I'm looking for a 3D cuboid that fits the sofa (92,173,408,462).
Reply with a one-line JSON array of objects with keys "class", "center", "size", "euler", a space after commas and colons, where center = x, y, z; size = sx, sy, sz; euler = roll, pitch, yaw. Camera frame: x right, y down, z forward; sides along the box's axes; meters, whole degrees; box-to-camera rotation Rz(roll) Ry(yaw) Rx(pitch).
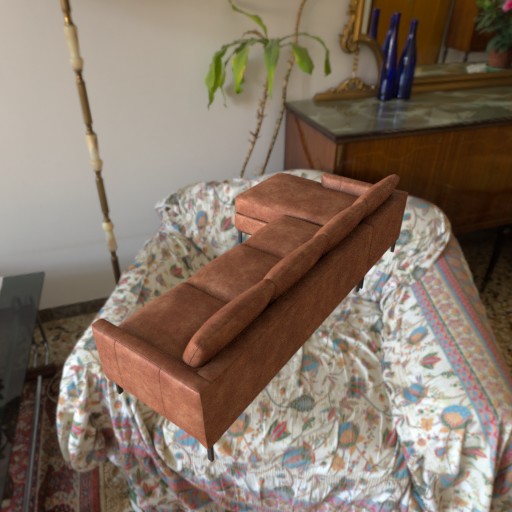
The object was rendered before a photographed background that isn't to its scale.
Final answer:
[{"class": "sofa", "center": [0.000, 0.000, 3.697], "size": [1.471, 0.859, 2.993], "euler": [21, 38, 30]}]
